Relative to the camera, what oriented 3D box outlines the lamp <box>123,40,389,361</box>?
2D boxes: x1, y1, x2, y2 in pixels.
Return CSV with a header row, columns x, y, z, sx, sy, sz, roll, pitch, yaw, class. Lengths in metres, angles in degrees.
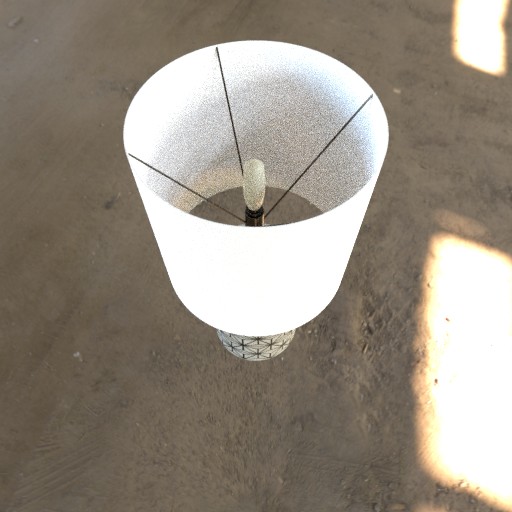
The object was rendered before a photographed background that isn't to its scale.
x,y,z,sx,sy,sz,roll,pitch,yaw,class
0.000,0.000,0.527,0.206,0.416,0.206,-17,61,-10,lamp
